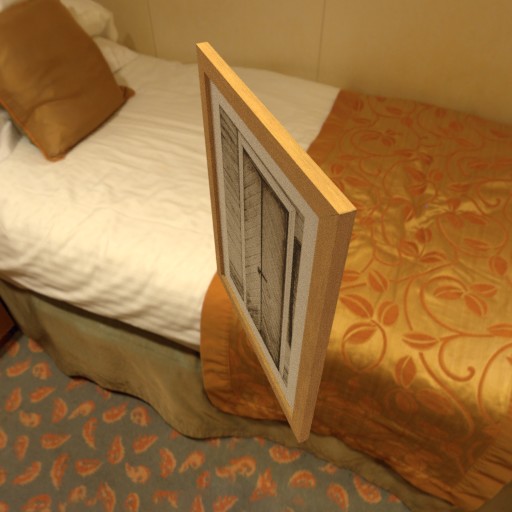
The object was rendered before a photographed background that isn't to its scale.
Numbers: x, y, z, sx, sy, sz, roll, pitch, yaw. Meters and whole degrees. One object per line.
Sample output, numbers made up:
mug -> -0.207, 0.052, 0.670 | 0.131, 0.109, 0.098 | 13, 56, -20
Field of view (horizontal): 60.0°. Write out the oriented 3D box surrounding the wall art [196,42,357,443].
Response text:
wall art -> 0.000, 0.000, 0.776 | 0.020, 0.561, 0.460 | -17, 48, -16
